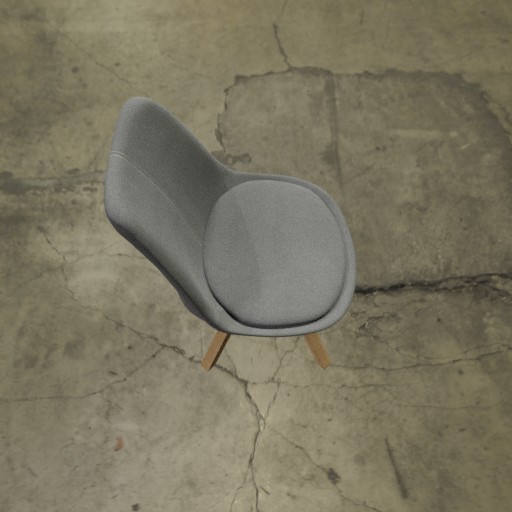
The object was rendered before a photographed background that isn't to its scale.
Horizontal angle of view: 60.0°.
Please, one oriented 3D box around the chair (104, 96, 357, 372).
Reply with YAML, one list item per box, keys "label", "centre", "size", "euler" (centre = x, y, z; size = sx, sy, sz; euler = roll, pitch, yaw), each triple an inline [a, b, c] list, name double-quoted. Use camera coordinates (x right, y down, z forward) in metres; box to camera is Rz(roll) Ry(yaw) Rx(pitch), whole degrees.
- label: "chair"
  centre: [0.000, 0.000, 1.198]
  size: [0.549, 0.863, 0.474]
  euler: [0, 64, 0]
